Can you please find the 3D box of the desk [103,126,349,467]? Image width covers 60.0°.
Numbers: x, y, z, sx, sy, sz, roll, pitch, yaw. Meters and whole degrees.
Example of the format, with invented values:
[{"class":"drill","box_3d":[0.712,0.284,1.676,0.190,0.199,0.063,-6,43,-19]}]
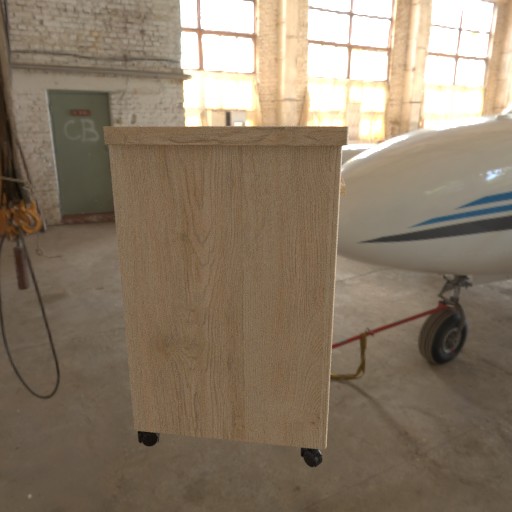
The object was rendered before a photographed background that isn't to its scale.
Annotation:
[{"class":"desk","box_3d":[0.000,0.000,1.370,0.480,0.770,0.885,2,17,8]}]
